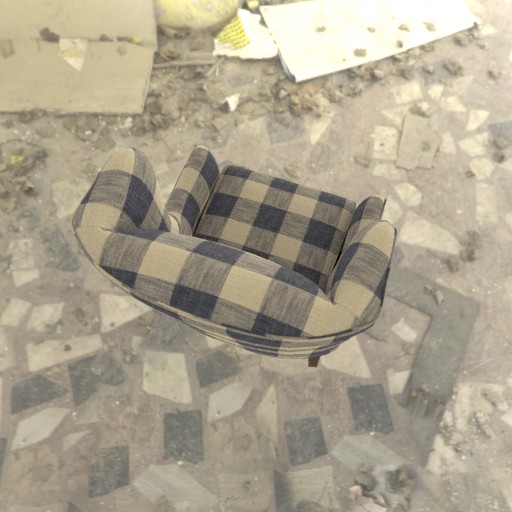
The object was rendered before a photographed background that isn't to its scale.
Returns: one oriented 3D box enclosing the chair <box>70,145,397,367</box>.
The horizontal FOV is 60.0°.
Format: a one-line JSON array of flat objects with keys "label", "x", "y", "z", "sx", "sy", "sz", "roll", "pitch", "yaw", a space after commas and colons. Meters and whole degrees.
[{"label": "chair", "x": 0.000, "y": 0.000, "z": 1.668, "sx": 0.830, "sy": 1.041, "sz": 0.889, "roll": 17, "pitch": 64, "yaw": 9}]
